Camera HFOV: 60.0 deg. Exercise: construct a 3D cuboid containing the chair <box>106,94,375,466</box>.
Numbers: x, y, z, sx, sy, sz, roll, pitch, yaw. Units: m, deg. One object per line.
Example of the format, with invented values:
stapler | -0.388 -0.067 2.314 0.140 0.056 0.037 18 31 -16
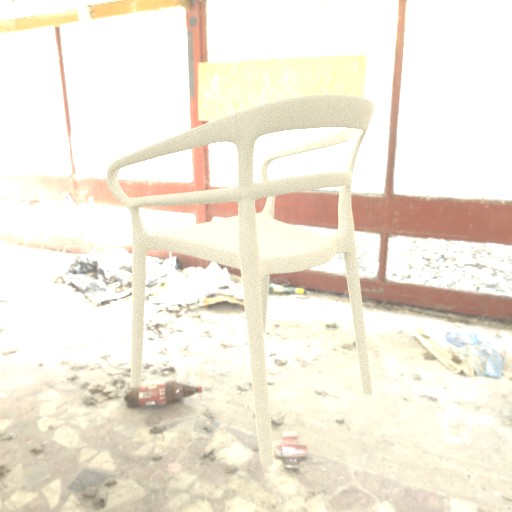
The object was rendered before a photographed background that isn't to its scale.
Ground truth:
chair | 0.000 0.000 1.152 0.559 0.761 0.527 -14 21 -42
